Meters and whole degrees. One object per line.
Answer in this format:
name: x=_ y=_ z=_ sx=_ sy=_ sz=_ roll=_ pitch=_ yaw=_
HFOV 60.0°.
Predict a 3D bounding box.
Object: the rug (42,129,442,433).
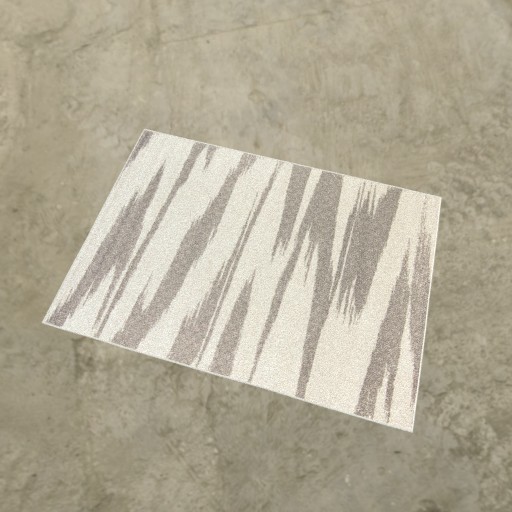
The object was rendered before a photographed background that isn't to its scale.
rug: x=0.000 y=0.000 z=2.760 sx=2.142 sy=0.010 sz=1.533 roll=15 pitch=64 yaw=7
